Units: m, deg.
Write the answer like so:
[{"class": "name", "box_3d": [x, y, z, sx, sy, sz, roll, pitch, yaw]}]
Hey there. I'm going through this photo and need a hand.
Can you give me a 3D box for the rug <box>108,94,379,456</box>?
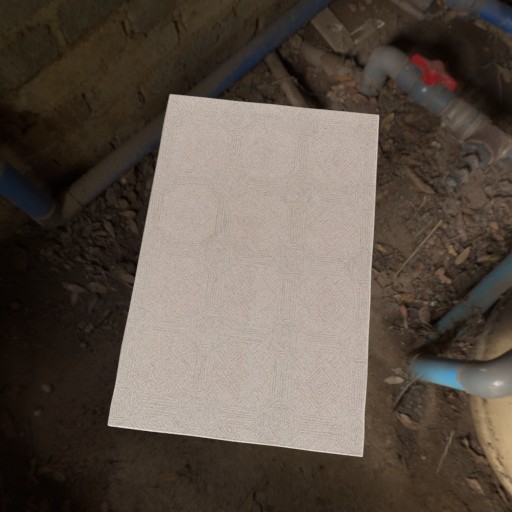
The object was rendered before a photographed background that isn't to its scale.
[{"class": "rug", "box_3d": [0.000, 0.000, 2.346, 1.236, 0.009, 1.839, 6, 75, 2]}]
